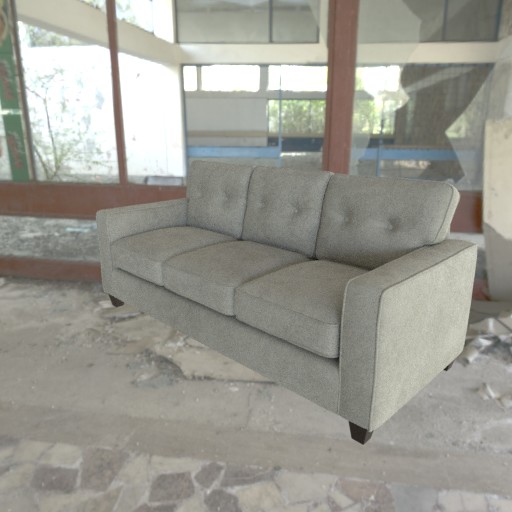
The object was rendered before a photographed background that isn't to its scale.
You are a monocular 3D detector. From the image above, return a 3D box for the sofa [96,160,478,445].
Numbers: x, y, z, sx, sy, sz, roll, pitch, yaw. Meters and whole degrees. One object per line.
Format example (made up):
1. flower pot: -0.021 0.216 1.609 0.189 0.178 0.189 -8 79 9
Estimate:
1. sofa: 0.000 0.000 2.569 2.133 0.965 0.939 16 23 42
